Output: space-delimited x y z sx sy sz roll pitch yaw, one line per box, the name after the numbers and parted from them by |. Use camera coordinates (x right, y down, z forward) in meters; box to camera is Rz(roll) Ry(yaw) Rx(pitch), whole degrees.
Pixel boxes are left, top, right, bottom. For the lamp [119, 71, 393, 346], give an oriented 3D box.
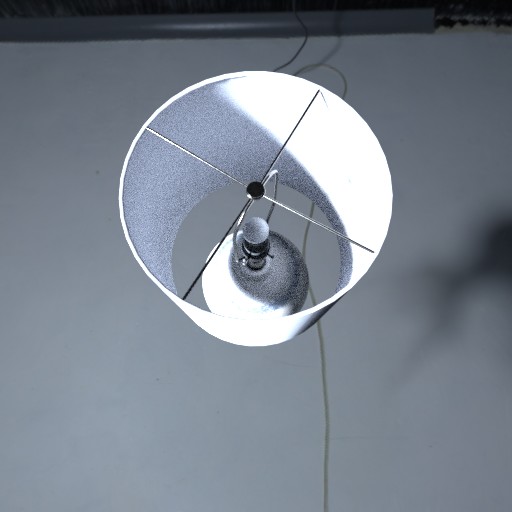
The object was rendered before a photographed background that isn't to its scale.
0.000 0.000 0.546 0.216 0.404 0.216 1 74 0 | lamp
